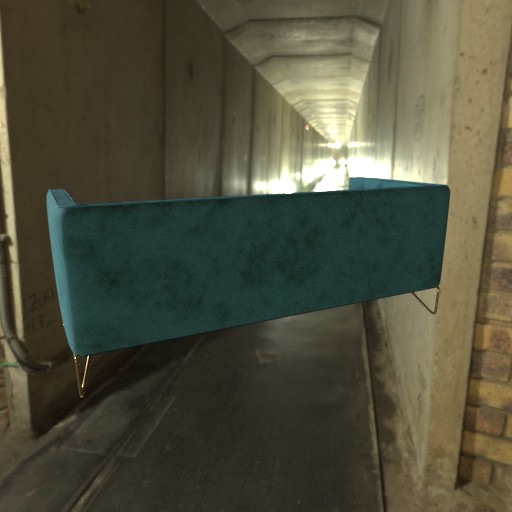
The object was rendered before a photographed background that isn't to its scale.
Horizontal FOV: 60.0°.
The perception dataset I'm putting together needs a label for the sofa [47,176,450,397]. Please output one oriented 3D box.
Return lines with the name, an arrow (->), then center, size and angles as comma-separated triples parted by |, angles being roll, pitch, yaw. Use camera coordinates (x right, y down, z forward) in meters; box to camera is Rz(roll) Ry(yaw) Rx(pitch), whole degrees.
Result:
sofa -> 0.000, 0.000, 2.516 | 2.087, 0.789, 0.867 | -7, 16, -26
